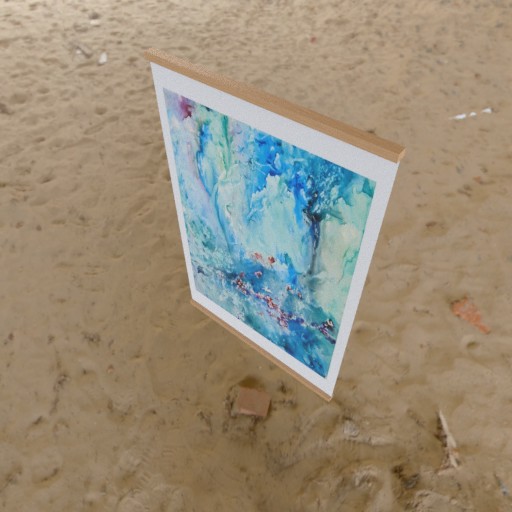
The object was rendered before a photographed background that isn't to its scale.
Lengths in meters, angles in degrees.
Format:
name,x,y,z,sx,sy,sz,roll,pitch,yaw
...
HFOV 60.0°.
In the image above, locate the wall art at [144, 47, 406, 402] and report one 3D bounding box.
name,x,y,z,sx,sy,sz,roll,pitch,yaw
wall art,0.000,0.000,1.932,0.991,1.510,0.040,31,55,25
